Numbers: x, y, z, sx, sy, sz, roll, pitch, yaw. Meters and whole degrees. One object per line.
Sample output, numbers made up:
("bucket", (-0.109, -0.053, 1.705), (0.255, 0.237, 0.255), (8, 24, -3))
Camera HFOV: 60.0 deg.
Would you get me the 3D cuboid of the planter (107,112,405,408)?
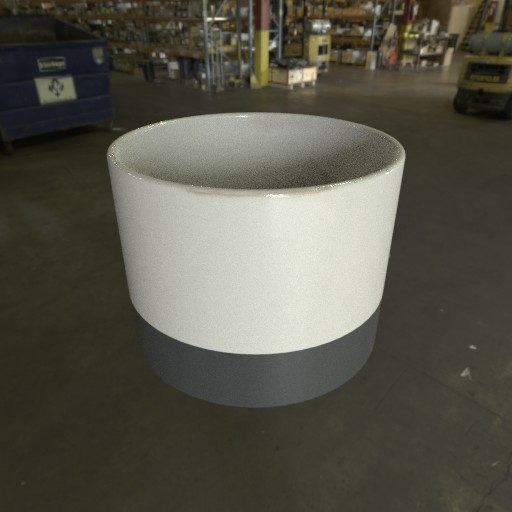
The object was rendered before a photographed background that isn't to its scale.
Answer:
("planter", (0.000, 0.000, 0.340), (0.193, 0.177, 0.193), (0, 29, 0))
